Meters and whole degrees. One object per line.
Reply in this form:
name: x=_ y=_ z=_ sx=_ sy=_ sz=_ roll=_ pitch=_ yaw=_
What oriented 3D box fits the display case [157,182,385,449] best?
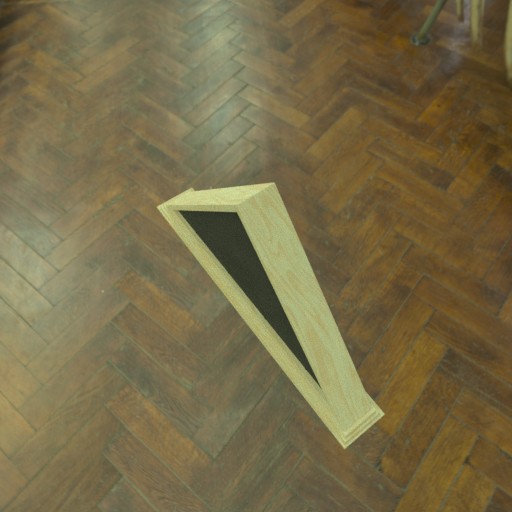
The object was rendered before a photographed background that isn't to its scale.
display case: x=0.000 y=0.000 z=0.761 sx=0.095 sy=0.340 sz=0.640 roll=-32 pitch=64 yaw=-18
